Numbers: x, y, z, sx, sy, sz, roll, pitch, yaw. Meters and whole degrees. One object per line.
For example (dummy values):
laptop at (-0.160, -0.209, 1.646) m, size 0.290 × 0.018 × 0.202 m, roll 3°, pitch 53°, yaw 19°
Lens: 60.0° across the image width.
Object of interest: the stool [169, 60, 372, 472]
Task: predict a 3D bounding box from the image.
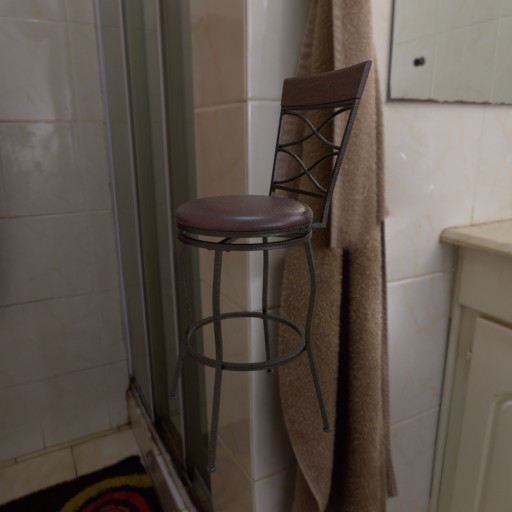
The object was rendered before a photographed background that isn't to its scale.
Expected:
stool at (0.000, 0.000, 1.419) m, size 0.513 × 1.130 × 0.448 m, roll -7°, pitch 17°, yaw -25°
